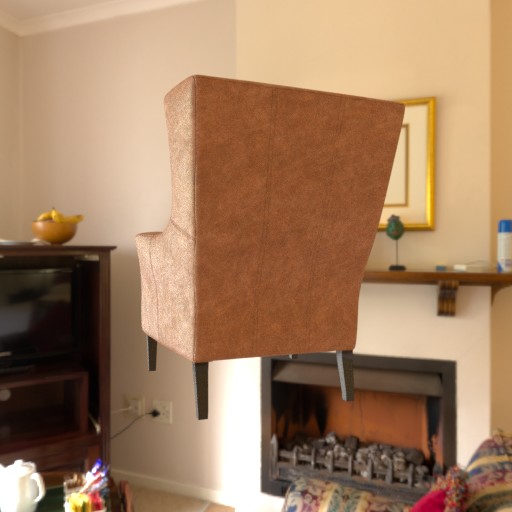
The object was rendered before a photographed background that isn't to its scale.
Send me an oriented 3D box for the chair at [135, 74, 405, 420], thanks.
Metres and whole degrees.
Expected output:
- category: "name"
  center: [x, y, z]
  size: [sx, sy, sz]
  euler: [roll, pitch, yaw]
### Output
- category: "chair"
  center: [0.000, 0.000, 1.698]
  size: [0.853, 1.016, 0.926]
  euler: [0, 0, -20]
